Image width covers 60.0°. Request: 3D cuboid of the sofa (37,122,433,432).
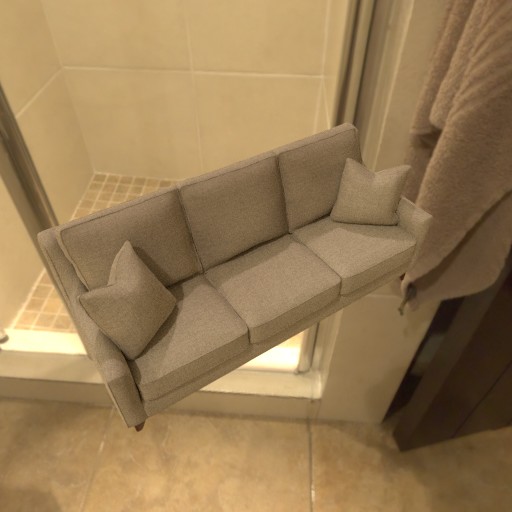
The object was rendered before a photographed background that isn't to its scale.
[{"bbox_3d":[0.000,0.000,2.548,2.031,0.914,0.865,-25,50,-23],"label":"sofa"}]
